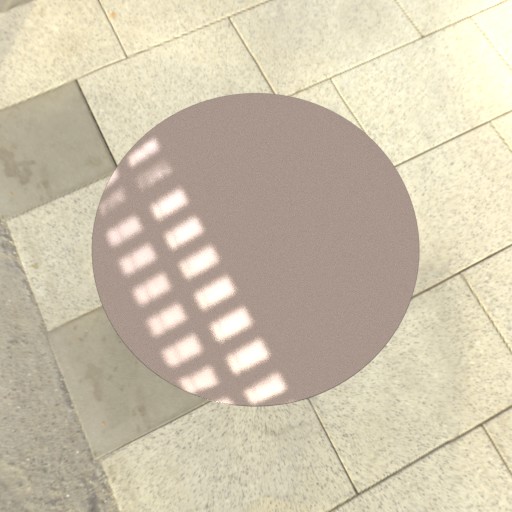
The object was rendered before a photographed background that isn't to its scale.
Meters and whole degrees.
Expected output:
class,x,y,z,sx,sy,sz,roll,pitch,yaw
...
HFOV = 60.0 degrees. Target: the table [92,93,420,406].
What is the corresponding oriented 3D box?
class,x,y,z,sx,sy,sz,roll,pitch,yaw
table,0.000,0.000,1.275,0.800,0.400,0.800,0,75,0
